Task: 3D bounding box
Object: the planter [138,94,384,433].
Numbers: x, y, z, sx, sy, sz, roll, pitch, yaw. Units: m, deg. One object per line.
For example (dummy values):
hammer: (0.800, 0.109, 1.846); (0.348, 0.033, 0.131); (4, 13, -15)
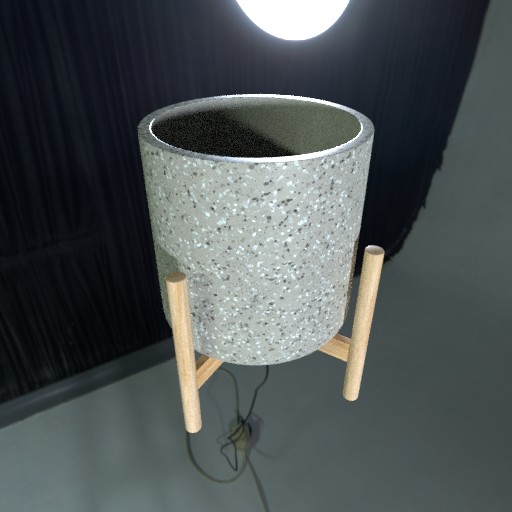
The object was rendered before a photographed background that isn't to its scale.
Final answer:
planter: (0.000, 0.000, 0.694); (0.360, 0.419, 0.360); (-21, 38, -30)
